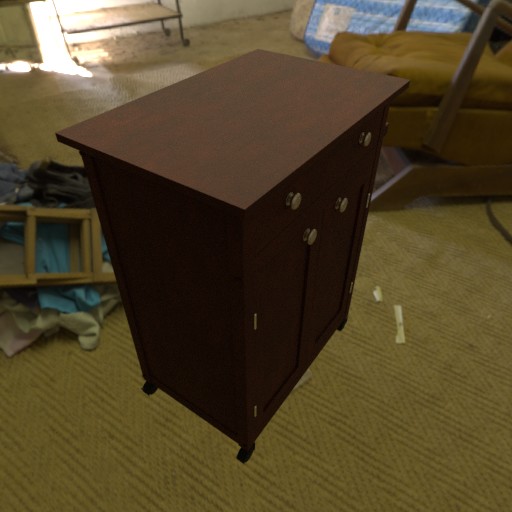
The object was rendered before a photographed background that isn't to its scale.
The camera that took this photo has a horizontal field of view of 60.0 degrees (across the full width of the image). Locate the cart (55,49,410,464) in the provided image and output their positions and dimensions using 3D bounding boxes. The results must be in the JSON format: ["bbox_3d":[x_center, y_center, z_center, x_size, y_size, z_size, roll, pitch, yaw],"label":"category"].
[{"bbox_3d":[0.000,0.000,1.227,0.442,0.864,0.683,24,46,26],"label":"cart"}]
